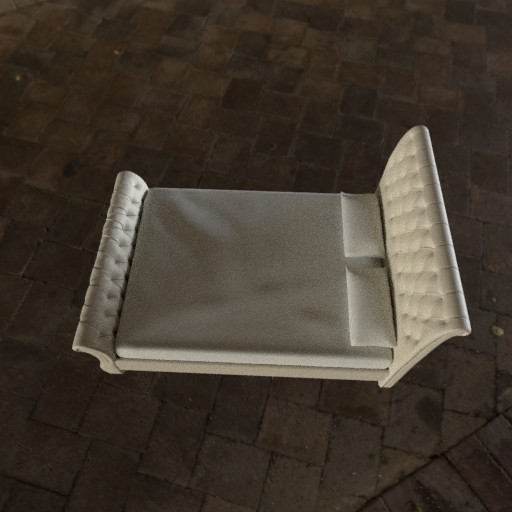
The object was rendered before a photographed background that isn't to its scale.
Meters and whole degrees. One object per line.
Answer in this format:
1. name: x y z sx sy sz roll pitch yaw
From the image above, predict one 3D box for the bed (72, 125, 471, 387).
1. bed: 0.000 0.000 3.427 2.493 1.268 1.606 2 59 1
